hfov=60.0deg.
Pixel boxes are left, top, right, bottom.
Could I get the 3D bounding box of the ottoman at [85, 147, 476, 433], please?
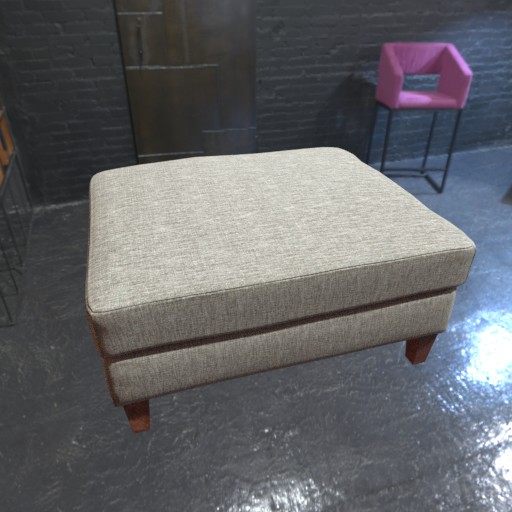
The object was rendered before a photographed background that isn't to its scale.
[{"bbox_3d":[0.000,0.000,1.468,0.994,0.492,0.839,-9,33,-14],"label":"ottoman"}]
